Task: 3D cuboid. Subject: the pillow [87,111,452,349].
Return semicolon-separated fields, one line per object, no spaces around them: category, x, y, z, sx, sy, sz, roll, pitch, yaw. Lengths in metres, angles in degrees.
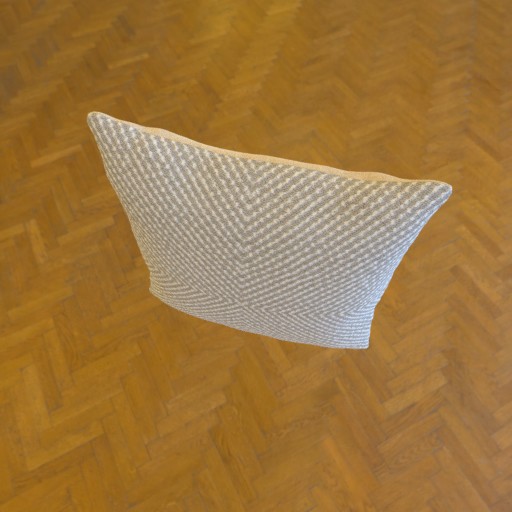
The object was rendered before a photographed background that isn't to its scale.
pillow;0.000;0.000;0.718;0.459;0.458;0.181;13;59;8
